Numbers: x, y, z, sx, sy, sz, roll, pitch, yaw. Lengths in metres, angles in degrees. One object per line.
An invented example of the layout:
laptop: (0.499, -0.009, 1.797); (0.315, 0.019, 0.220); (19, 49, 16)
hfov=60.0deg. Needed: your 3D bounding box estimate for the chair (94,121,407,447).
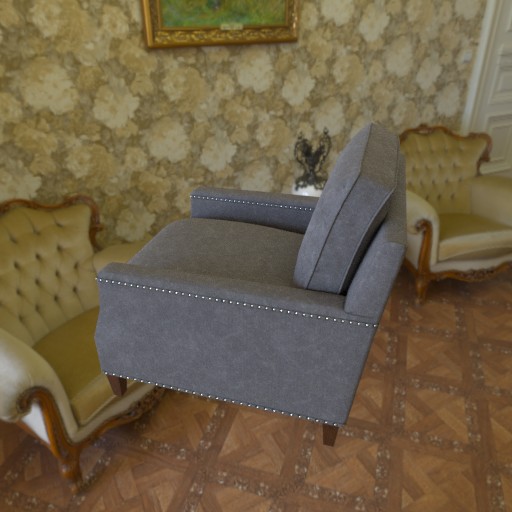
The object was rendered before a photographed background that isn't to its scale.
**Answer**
chair: (0.000, 0.000, 1.715); (1.014, 0.948, 0.853); (8, 30, 14)
